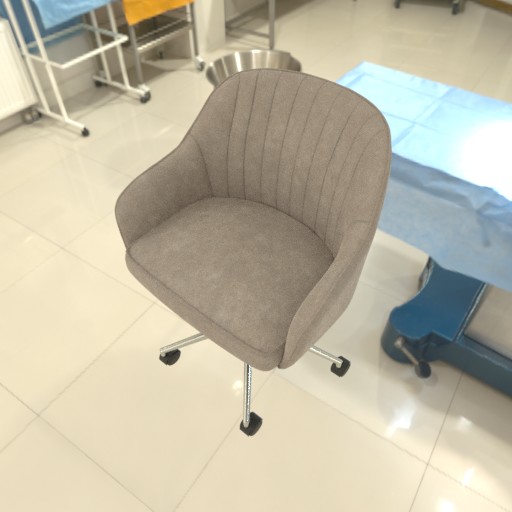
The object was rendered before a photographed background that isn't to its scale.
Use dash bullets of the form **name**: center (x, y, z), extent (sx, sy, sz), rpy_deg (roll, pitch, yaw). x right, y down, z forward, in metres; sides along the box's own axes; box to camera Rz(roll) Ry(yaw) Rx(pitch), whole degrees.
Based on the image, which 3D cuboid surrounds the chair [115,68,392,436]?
- **chair**: center (0.000, 0.000, 1.255), extent (0.635, 0.831, 0.573), rpy_deg (32, 54, 27)
